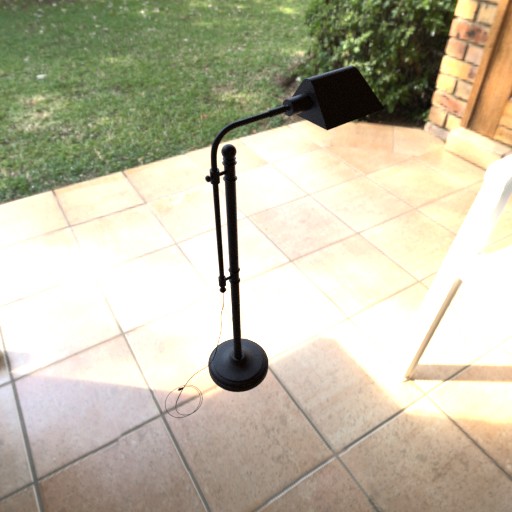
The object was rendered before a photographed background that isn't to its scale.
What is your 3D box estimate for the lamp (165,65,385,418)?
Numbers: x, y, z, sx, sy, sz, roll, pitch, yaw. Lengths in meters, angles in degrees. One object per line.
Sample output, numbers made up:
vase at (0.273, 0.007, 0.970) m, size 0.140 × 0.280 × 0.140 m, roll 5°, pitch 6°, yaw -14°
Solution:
lamp at (0.000, 0.000, 0.963) m, size 0.545 × 0.708 × 0.159 m, roll -27°, pitch 48°, yaw -27°
